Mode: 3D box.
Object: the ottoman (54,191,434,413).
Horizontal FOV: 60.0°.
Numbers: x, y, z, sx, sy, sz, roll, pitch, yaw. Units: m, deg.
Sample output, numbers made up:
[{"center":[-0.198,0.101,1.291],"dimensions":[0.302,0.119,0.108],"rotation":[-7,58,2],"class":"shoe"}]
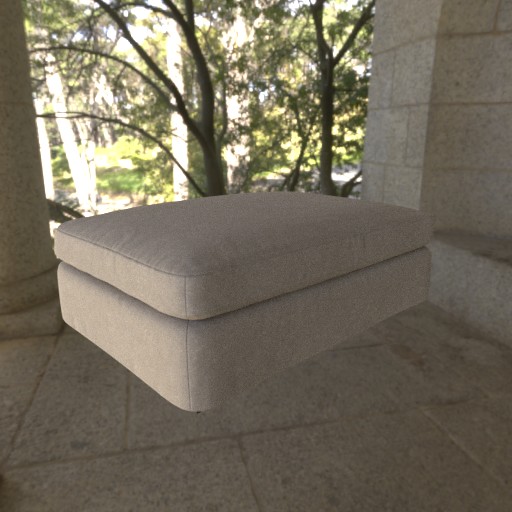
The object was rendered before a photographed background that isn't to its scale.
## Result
[{"center":[0.000,0.000,1.649],"dimensions":[1.199,0.429,0.840],"rotation":[-13,20,-41],"class":"ottoman"}]
